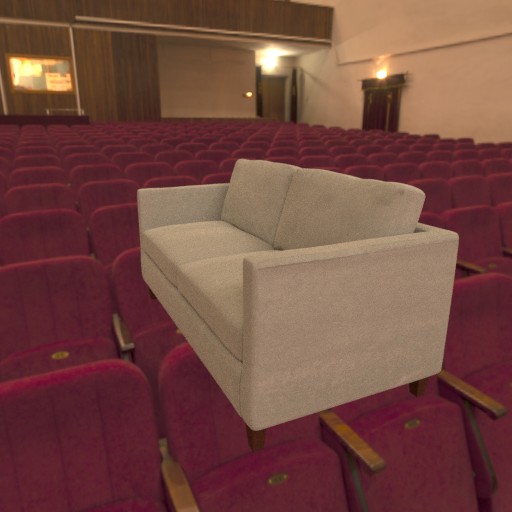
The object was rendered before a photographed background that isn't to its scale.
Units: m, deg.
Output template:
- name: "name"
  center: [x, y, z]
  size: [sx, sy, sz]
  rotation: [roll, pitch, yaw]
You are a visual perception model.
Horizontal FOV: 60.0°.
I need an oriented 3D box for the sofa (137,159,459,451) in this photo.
- name: "sofa"
  center: [0.000, 0.000, 2.452]
  size: [0.950, 0.963, 1.884]
  rotation: [-8, 18, -24]
